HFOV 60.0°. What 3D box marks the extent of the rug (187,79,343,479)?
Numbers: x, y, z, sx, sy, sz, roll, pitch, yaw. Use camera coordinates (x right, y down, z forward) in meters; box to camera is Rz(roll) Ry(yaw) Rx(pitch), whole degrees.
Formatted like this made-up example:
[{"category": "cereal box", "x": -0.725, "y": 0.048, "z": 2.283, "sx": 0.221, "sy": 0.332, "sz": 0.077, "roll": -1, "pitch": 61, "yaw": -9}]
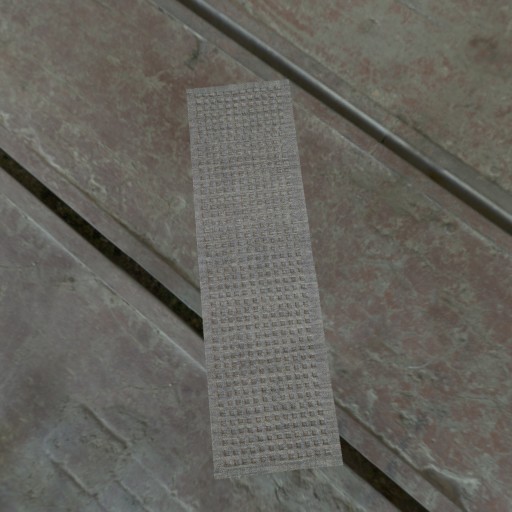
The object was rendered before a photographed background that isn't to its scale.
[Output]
[{"category": "rug", "x": 0.000, "y": 0.000, "z": 2.719, "sx": 0.706, "sy": 0.009, "sz": 2.443, "roll": -6, "pitch": 75, "yaw": -1}]
